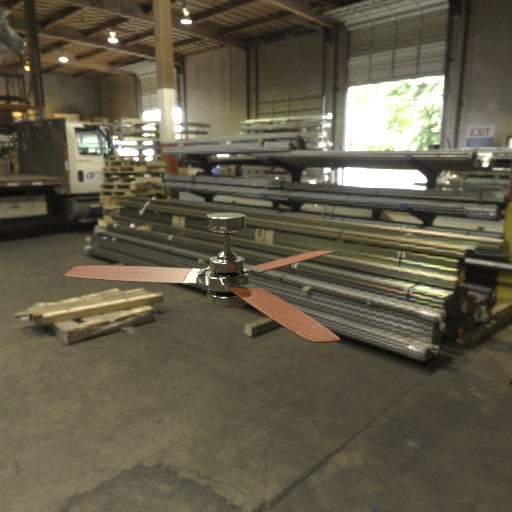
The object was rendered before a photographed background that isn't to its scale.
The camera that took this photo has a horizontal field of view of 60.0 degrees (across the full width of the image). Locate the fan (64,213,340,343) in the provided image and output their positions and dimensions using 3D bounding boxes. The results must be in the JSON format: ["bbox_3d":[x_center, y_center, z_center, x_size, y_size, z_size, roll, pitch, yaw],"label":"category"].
[{"bbox_3d":[0.000,0.000,2.088,1.416,0.410,1.271,13,18,42],"label":"fan"}]
